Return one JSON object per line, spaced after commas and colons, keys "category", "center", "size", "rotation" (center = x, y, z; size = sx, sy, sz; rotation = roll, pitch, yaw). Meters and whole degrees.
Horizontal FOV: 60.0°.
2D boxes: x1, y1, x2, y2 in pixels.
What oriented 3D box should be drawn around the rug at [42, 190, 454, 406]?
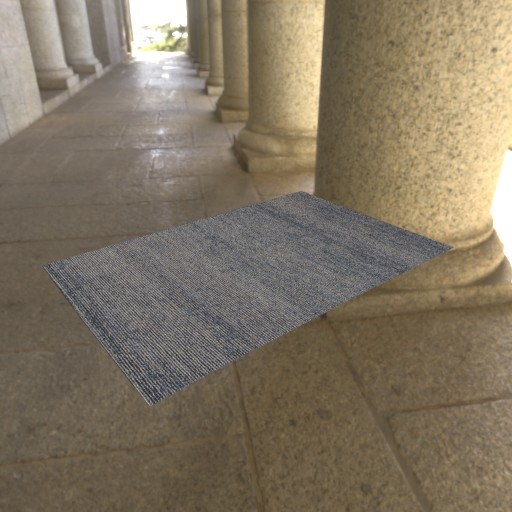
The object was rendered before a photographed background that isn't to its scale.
{"category": "rug", "center": [0.000, 0.000, 2.217], "size": [1.740, 0.010, 1.135], "rotation": [-20, 34, -33]}
